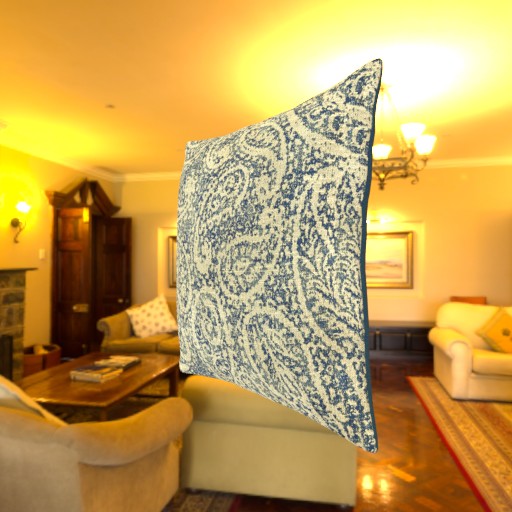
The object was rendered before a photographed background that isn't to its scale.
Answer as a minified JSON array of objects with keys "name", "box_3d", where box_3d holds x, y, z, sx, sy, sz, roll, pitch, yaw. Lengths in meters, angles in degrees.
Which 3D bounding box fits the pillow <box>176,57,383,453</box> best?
[{"name":"pillow","box_3d":[0.000,0.000,0.775,0.166,0.510,0.523,1,-1,-38]}]
